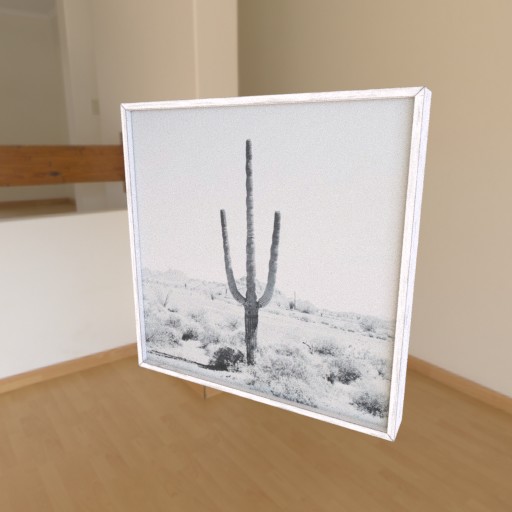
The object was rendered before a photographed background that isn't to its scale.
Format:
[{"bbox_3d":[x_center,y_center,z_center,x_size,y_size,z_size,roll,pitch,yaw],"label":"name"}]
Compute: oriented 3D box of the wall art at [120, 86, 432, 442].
[{"bbox_3d":[0.000,0.000,0.452,0.305,0.305,0.038,7,16,27],"label":"wall art"}]
